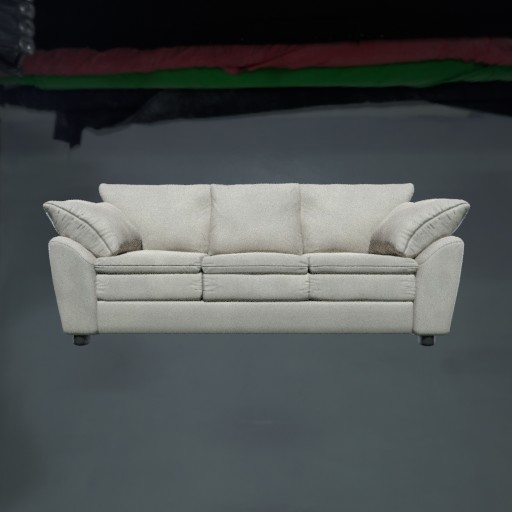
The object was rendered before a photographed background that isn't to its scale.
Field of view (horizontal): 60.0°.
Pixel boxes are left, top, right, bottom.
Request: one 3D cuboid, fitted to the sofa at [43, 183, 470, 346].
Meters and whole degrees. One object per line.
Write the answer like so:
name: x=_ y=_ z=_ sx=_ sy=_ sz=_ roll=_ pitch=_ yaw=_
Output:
sofa: x=0.000 y=0.000 z=2.795 sx=2.334 sy=0.996 sz=0.878 roll=0 pitch=0 yaw=0
